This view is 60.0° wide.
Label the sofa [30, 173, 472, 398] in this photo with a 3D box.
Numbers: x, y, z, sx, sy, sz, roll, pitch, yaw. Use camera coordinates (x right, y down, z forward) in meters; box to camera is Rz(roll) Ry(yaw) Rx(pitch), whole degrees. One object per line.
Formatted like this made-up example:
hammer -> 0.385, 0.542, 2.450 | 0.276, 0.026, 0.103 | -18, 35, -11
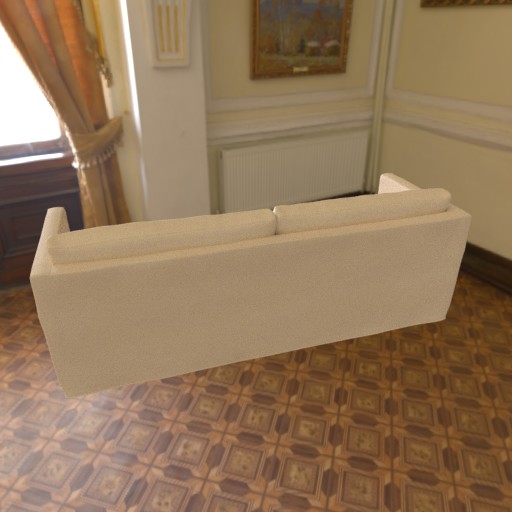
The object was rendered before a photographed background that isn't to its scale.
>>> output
sofa -> 0.000, 0.000, 3.198 | 2.779, 0.999, 1.036 | -8, 29, -15
